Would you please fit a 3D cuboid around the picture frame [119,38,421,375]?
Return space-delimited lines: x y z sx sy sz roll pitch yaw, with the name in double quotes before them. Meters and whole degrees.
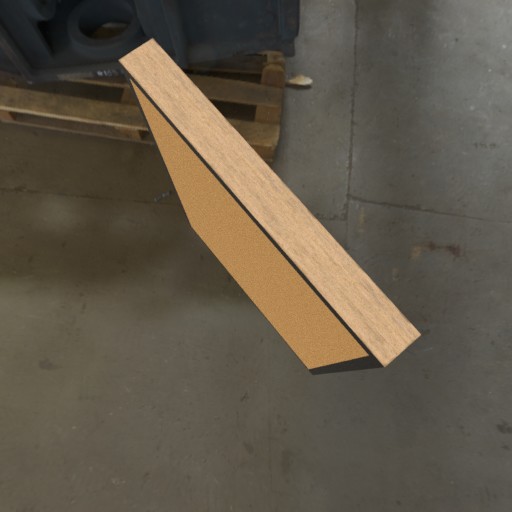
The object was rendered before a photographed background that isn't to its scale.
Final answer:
"picture frame" 0.000 0.000 0.698 0.046 0.526 0.421 -38 78 -10
